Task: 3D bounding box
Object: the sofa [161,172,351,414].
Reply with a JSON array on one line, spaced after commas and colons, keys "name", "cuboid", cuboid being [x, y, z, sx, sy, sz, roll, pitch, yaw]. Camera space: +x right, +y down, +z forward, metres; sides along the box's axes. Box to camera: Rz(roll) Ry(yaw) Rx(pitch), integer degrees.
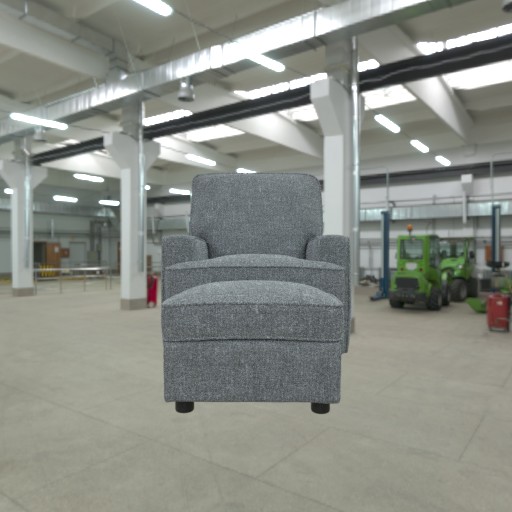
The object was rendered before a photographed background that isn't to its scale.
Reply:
[{"name": "sofa", "cuboid": [0.000, 0.000, 2.043, 0.861, 0.959, 1.472, 0, 1, 1]}]
